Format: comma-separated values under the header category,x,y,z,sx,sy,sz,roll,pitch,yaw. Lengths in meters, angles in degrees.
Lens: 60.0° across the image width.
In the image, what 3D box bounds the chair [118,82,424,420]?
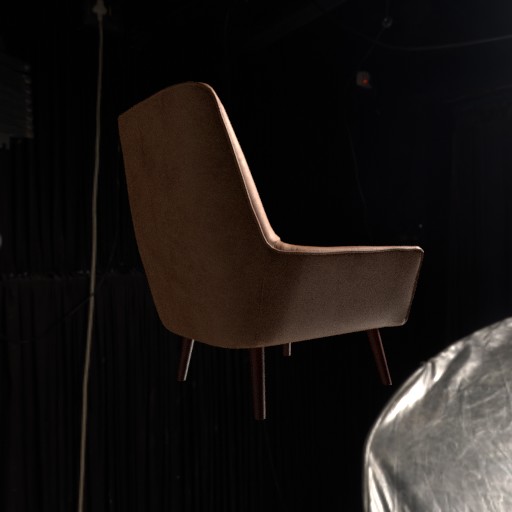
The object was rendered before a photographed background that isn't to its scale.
category,x,y,z,sx,sy,sz,roll,pitch,yaw
chair,0.000,0.000,1.490,0.851,0.883,0.753,-1,2,-38
